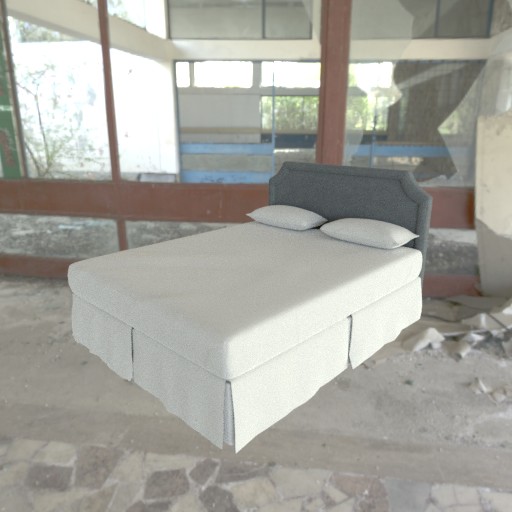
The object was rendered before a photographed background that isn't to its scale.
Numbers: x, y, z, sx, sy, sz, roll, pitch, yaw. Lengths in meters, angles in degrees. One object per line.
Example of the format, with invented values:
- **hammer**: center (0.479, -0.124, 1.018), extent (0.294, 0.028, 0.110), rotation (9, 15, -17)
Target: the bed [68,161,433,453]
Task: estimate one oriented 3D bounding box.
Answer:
- **bed**: center (0.000, 0.000, 3.653), extent (1.977, 1.306, 2.464), rotation (16, 23, 41)
